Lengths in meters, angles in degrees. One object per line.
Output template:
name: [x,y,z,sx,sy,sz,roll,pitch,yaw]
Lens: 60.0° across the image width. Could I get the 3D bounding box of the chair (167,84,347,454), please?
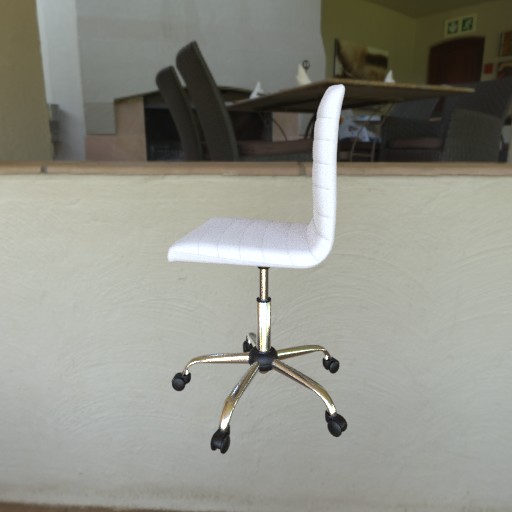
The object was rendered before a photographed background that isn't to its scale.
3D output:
chair: [0.000,0.000,1.086,0.455,0.750,0.520,2,14,7]
